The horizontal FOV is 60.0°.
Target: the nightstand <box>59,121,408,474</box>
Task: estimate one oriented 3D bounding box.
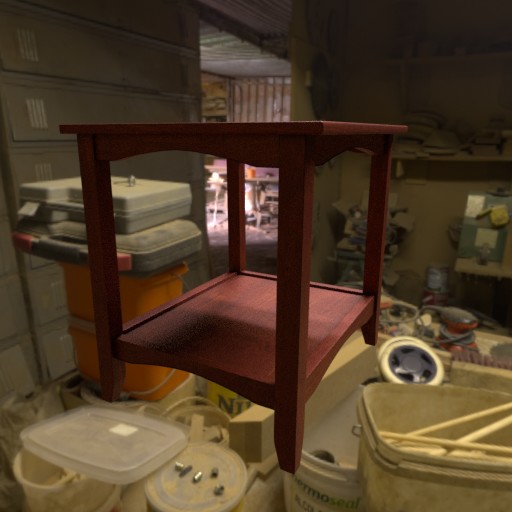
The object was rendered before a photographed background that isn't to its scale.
[{"bbox_3d":[0.000,0.000,0.987,0.501,0.558,0.558,8,18,28],"label":"nightstand"}]
